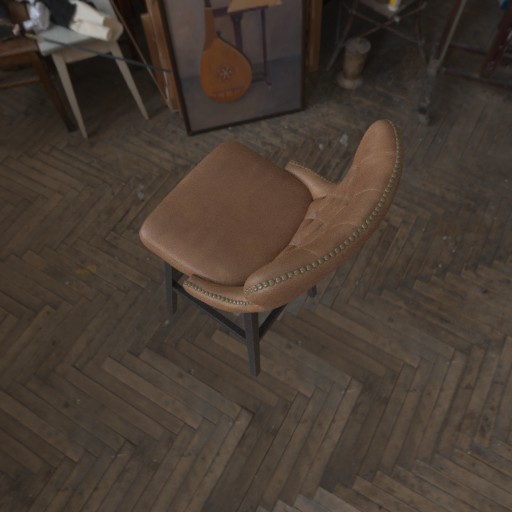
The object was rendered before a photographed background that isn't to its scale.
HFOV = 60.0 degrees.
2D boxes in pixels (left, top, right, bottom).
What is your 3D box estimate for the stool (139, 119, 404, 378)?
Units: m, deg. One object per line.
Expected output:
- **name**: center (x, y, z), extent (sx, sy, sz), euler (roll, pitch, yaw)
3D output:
- **stool**: center (0.000, 0.000, 1.391), extent (0.601, 1.050, 0.528), euler (33, 68, 15)
